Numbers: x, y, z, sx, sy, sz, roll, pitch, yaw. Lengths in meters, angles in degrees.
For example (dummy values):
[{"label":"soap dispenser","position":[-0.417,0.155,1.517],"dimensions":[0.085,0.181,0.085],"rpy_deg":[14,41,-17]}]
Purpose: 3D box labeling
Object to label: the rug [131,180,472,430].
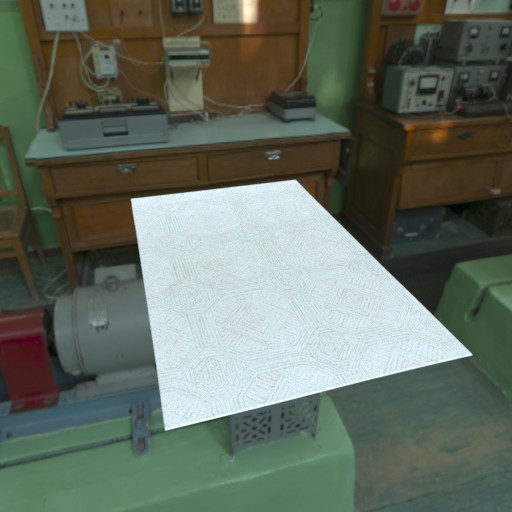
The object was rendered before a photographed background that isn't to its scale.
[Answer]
[{"label":"rug","position":[0.000,0.000,3.021],"dimensions":[1.524,0.008,2.440],"rpy_deg":[-9,32,-14]}]
